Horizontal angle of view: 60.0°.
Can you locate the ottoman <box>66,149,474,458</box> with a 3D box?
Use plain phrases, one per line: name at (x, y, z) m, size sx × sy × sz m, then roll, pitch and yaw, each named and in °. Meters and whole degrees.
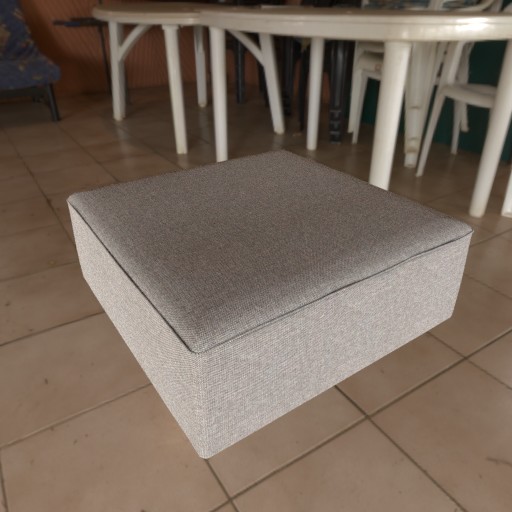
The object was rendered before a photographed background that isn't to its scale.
ottoman at (0.000, 0.000, 1.580) m, size 1.017 × 0.423 × 1.023 m, roll -19°, pitch 35°, yaw -29°
